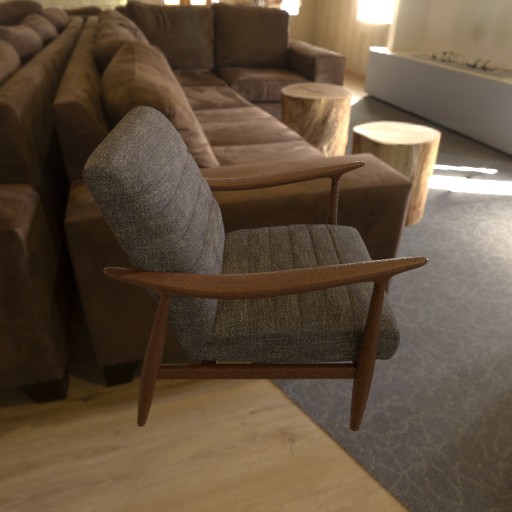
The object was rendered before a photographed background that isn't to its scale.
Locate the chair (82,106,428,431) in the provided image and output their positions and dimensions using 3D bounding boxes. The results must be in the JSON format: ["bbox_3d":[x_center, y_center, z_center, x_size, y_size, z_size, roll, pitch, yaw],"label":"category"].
[{"bbox_3d":[0.000,0.000,1.410,0.798,0.832,0.741,0,32,-1],"label":"chair"}]
